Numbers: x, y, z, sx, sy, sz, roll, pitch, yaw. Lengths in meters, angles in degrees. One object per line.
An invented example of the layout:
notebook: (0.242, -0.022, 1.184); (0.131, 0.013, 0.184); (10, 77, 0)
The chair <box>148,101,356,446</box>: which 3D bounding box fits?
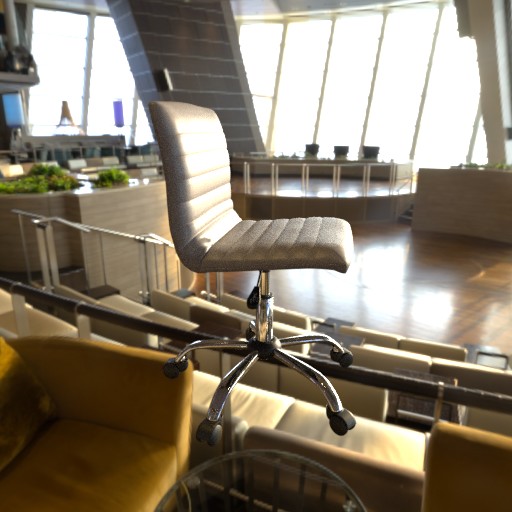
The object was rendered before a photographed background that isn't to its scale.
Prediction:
chair: (0.000, 0.000, 1.139); (0.542, 0.750, 0.569); (3, 16, 11)
